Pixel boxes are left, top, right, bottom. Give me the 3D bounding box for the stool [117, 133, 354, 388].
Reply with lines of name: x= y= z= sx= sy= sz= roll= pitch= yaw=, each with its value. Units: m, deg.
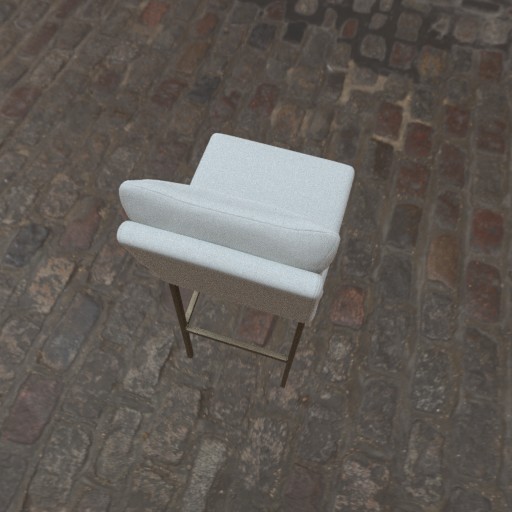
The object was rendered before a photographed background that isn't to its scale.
stool: x=0.000 y=0.000 z=1.424 sx=0.463 sy=1.125 sz=0.572 roll=15 pitch=64 yaw=8
